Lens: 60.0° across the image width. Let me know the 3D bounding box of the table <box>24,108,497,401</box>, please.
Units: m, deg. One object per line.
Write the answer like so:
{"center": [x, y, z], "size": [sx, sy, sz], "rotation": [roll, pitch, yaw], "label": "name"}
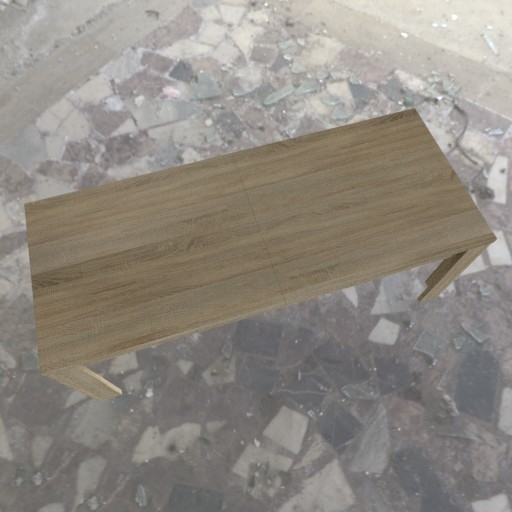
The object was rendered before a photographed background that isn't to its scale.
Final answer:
{"center": [0.000, 0.000, 2.572], "size": [2.200, 0.790, 0.900], "rotation": [-16, 65, -8], "label": "table"}
